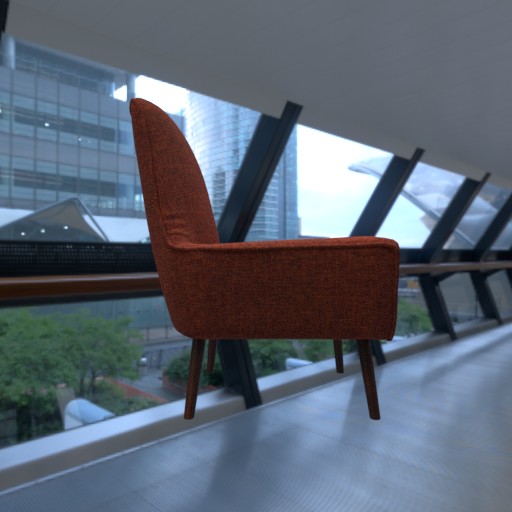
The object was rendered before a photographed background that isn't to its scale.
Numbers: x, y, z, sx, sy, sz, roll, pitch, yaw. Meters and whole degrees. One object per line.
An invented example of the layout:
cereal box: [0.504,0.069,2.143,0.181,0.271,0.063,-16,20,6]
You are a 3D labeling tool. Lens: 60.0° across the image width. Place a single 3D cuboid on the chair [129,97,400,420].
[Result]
chair: [0.000,0.000,1.504,0.784,0.911,0.803,0,-1,0]
